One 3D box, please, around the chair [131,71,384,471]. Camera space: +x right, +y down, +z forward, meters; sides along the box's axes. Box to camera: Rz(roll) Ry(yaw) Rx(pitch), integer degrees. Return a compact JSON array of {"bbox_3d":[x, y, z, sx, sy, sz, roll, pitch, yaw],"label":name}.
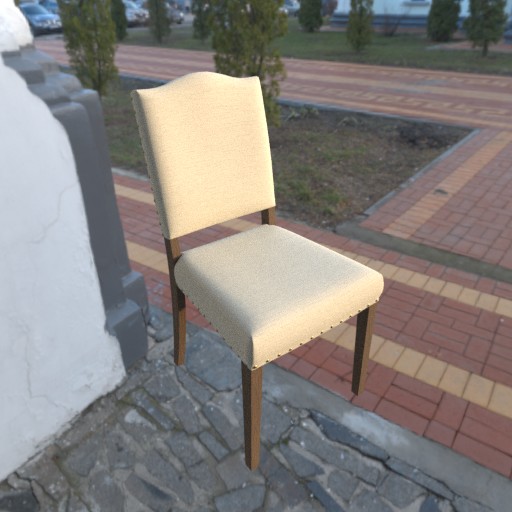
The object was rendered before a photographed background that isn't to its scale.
[{"bbox_3d":[0.000,0.000,1.385,0.508,1.015,0.619,-21,36,-32],"label":"chair"}]
